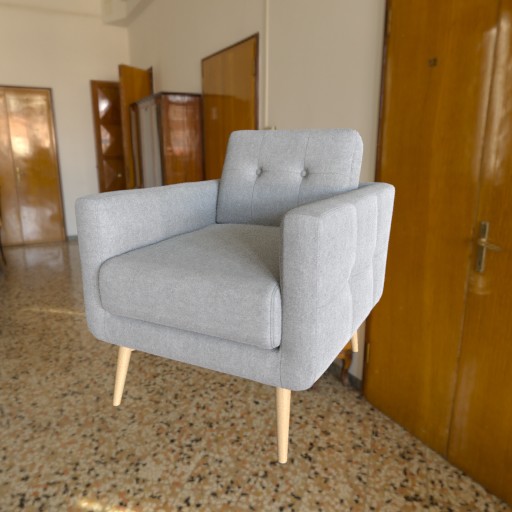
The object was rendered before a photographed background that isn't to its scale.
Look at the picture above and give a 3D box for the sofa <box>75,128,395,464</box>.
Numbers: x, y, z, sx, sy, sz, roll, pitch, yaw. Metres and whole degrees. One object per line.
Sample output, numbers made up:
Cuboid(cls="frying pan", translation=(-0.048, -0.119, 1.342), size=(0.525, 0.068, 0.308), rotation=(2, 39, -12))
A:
Cuboid(cls="sofa", translation=(0.000, 0.000, 1.529), size=(0.770, 0.860, 0.920), rotation=(7, 15, 26))
